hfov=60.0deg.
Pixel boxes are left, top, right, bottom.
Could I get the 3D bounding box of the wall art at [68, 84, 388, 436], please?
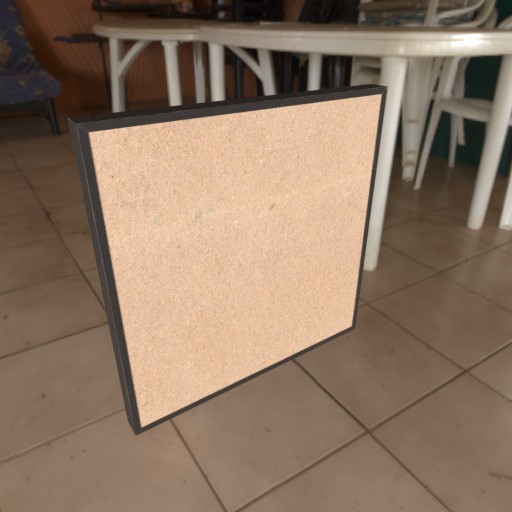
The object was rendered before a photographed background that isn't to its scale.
[{"bbox_3d":[0.000,0.000,0.752,0.508,0.508,0.038,-18,33,-30],"label":"wall art"}]
